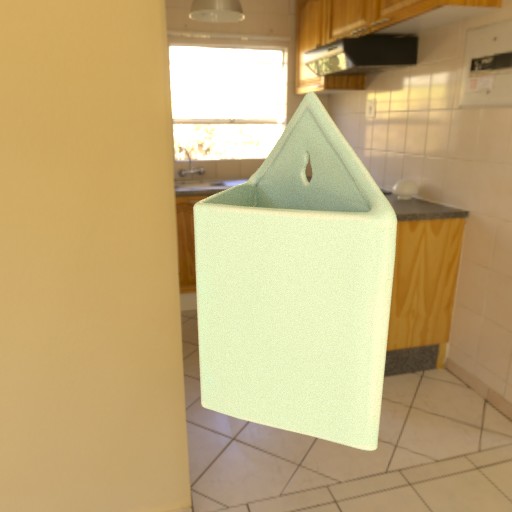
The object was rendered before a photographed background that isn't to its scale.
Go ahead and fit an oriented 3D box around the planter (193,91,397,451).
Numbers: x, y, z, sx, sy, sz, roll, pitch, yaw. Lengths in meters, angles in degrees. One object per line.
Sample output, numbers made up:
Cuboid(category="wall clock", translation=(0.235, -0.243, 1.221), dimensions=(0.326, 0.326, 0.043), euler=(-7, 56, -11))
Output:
Cuboid(category="planter", translation=(0.000, 0.000, 0.280), dimensions=(0.079, 0.197, 0.164), euler=(-8, 18, -24))
